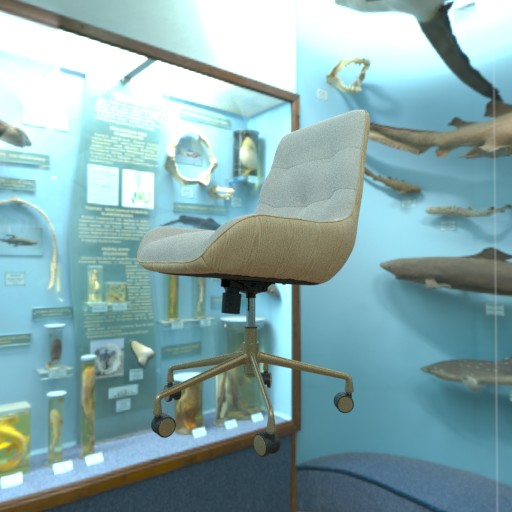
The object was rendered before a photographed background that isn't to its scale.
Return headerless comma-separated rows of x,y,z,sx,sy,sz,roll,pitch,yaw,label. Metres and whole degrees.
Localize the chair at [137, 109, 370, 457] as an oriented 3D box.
0.000,0.000,1.359,0.668,0.952,0.564,1,-1,-37,chair
